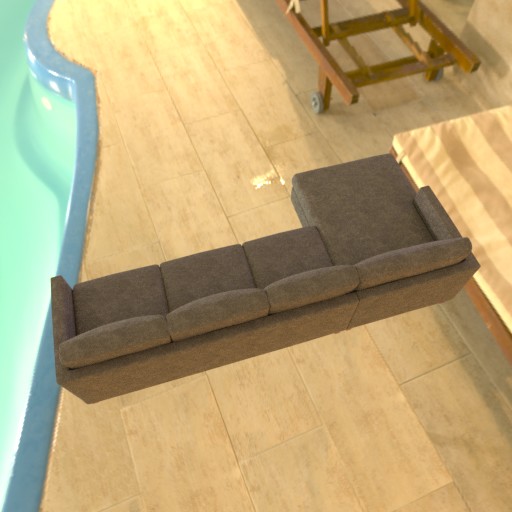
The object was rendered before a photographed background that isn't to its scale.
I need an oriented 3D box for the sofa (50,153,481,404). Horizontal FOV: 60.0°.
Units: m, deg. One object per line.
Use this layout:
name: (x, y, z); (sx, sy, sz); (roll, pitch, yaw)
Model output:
sofa: (0.000, 0.000, 4.041); (3.471, 0.954, 1.606); (-14, 60, -8)
